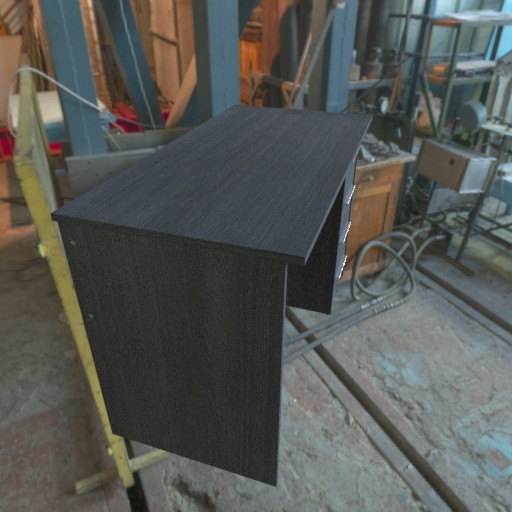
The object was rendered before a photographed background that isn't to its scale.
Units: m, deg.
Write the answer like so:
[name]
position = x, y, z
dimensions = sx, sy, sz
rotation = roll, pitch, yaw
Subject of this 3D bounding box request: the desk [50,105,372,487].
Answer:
[desk]
position = 0.000, 0.000, 1.504
dimensions = 0.560, 0.730, 1.096
rotation = 10, 33, 16
